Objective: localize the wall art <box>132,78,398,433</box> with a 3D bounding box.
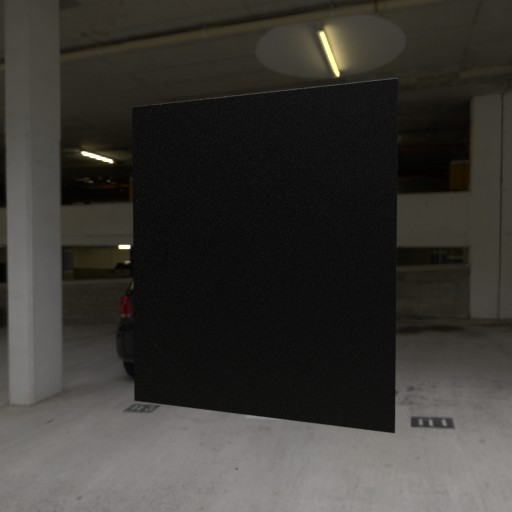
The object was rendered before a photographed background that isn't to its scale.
[{"bbox_3d":[0.000,0.000,0.537,0.325,0.380,0.028,0,2,18],"label":"wall art"}]
